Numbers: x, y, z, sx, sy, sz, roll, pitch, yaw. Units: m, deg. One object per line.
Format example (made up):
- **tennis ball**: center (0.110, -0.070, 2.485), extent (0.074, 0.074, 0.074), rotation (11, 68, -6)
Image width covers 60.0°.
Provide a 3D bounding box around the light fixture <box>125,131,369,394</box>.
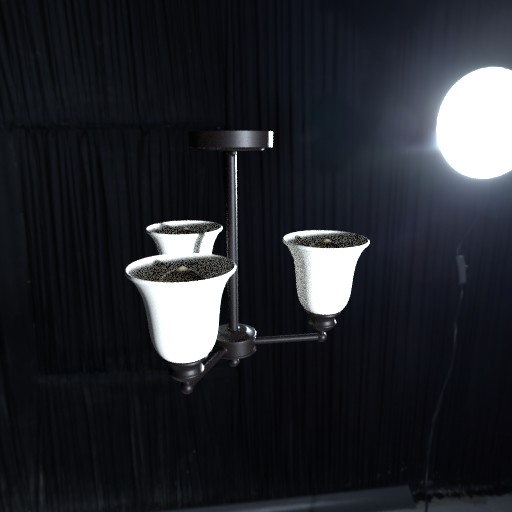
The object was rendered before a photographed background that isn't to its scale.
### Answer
- **light fixture**: center (0.000, 0.000, 0.685), extent (0.354, 0.370, 0.388), rotation (-2, 15, -8)
